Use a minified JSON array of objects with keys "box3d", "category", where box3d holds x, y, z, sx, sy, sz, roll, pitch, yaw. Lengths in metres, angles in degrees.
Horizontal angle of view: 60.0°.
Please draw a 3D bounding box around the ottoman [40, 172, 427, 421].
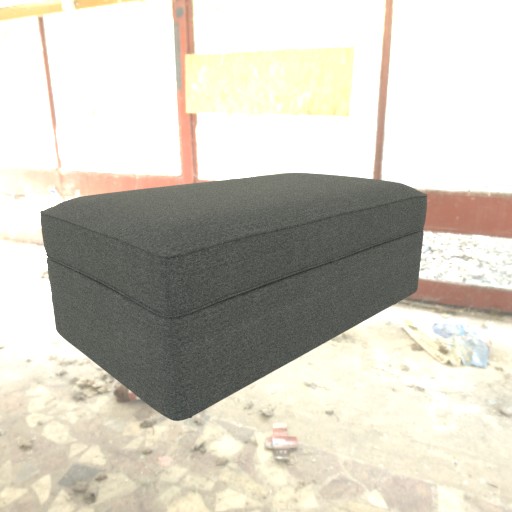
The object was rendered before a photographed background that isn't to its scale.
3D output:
[{"box3d":[0.000,0.000,1.528,0.681,0.494,1.173,16,23,43],"category":"ottoman"}]
